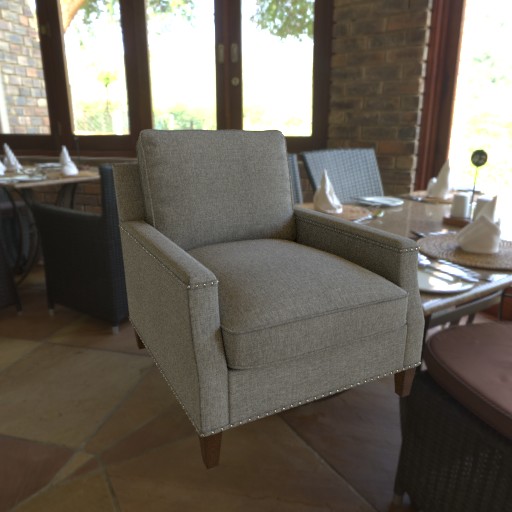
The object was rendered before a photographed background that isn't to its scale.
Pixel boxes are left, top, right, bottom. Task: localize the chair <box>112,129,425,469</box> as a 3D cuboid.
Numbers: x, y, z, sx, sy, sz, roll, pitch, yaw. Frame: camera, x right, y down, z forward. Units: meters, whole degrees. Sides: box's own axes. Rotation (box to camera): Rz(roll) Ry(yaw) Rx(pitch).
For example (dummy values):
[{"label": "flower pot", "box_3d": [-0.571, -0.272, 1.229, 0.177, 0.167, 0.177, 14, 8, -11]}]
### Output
[{"label": "chair", "box_3d": [0.000, 0.000, 1.717, 0.853, 0.943, 1.014, -8, 18, -27]}]
